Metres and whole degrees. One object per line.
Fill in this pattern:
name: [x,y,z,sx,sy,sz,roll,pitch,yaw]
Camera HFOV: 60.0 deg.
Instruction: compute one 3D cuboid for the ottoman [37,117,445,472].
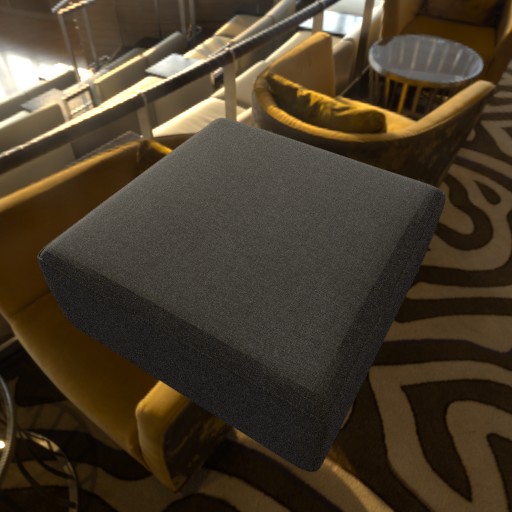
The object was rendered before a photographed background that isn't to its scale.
ottoman: [0.000,0.000,1.558,1.000,0.439,1.000,24,51,21]
